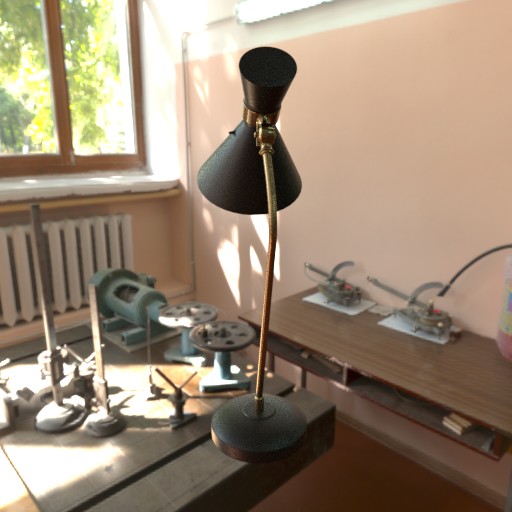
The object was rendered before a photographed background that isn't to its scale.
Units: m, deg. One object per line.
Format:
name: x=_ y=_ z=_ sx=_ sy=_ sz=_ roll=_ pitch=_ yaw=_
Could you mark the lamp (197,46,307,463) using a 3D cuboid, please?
lamp: x=0.000 y=0.000 z=0.765 sx=0.189 sy=0.647 sz=0.292 roll=-2 pitch=14 yaw=-9
